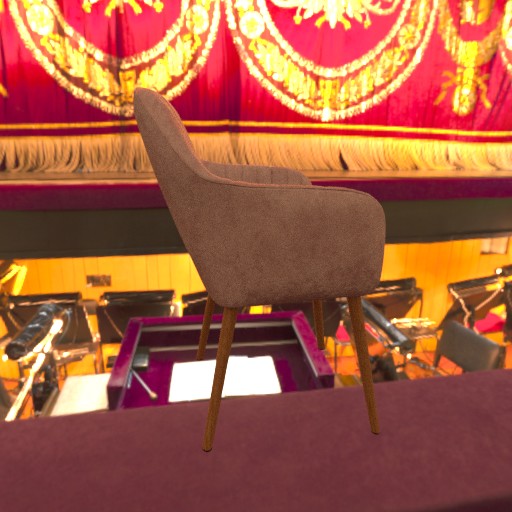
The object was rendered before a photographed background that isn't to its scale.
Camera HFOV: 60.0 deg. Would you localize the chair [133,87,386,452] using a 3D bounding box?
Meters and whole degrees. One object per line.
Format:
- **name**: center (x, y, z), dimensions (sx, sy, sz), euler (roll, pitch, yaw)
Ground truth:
- **chair**: center (0.000, 0.000, 1.203), dimensions (0.570, 0.832, 0.610), euler (-3, 16, -9)
